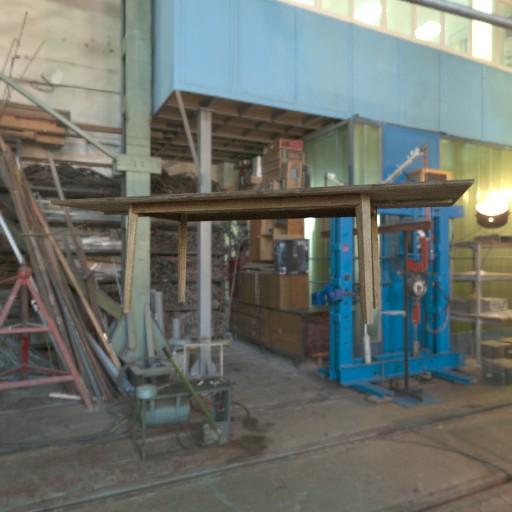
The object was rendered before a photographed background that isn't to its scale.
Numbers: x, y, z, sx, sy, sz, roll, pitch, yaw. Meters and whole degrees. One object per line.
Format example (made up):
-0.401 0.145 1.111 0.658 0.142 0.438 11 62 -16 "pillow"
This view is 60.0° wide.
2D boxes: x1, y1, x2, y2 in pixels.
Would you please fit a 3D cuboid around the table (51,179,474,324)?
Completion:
0.000 0.000 3.068 2.603 0.752 1.000 0 0 19 "table"
